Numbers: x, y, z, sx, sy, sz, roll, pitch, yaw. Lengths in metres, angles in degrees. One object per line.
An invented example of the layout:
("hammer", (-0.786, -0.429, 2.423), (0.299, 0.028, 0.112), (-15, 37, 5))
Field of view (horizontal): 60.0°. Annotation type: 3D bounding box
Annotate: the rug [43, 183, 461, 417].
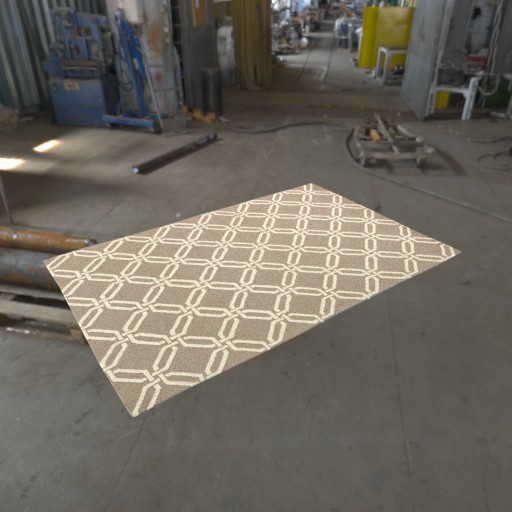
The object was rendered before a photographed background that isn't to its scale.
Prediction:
("rug", (0.000, 0.000, 2.189), (1.748, 0.010, 1.142), (-20, 36, -30))
